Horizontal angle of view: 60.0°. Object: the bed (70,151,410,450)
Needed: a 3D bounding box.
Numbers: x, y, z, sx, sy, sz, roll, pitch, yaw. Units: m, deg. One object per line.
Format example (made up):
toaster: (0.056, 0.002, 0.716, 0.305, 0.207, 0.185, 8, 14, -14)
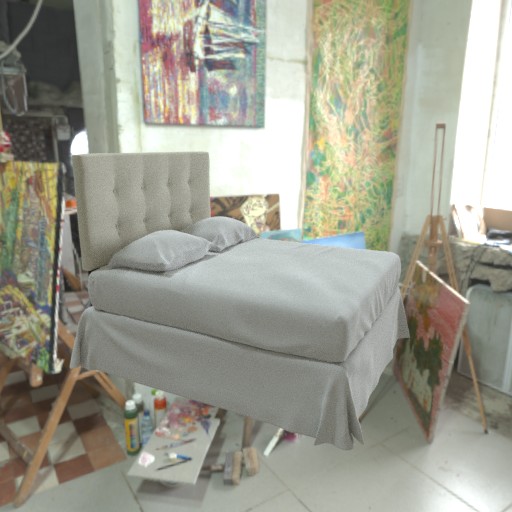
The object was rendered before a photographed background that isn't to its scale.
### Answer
bed: (0.000, 0.000, 3.491, 2.222, 1.577, 1.936, 7, 16, 27)
